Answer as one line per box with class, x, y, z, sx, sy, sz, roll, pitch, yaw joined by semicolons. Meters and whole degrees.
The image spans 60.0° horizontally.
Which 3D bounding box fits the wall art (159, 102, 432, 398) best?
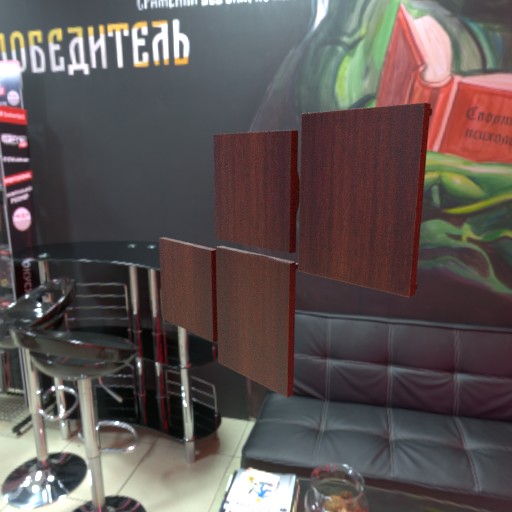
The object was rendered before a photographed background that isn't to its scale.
wall art;0.000;0.000;0.837;0.030;0.497;0.635;-12;17;-43
